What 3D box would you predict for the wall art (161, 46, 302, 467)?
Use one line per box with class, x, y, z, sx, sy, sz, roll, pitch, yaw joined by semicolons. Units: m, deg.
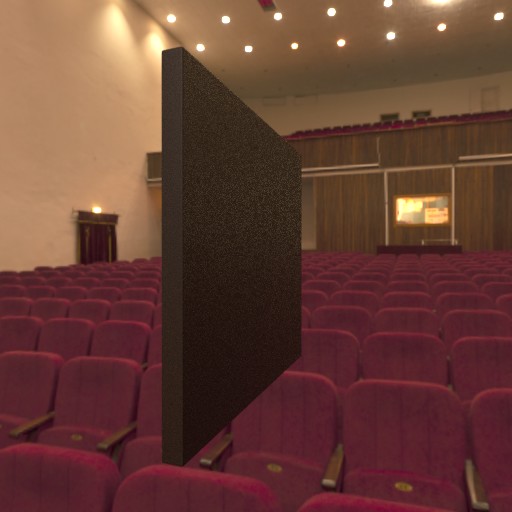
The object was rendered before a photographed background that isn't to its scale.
wall art;0.000;0.000;0.746;0.031;0.457;0.558;0;0;19
